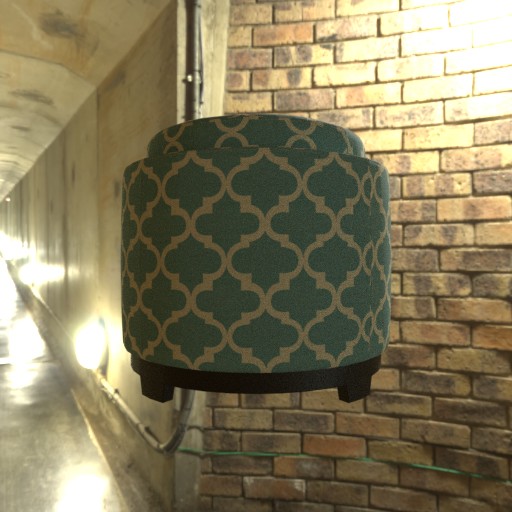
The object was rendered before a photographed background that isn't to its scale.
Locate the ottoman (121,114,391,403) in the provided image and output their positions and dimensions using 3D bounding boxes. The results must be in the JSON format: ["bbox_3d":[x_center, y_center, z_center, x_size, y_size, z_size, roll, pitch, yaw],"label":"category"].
[{"bbox_3d":[0.000,0.000,0.822,0.480,0.429,0.480,0,0,0],"label":"ottoman"}]
